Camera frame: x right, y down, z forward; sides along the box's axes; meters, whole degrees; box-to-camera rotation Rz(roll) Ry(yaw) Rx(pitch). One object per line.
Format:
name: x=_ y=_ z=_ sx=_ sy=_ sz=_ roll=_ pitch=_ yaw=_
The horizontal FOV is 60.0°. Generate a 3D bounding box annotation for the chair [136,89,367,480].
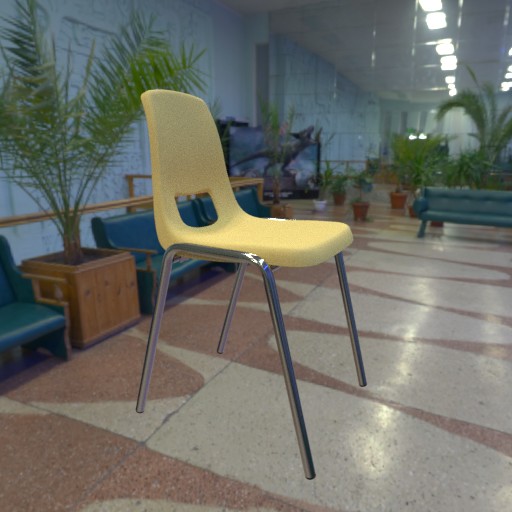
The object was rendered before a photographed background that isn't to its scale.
chair: x=0.000 y=0.000 z=0.970 sx=0.436 sy=0.704 sz=0.381 roll=7 pitch=16 yaw=27
